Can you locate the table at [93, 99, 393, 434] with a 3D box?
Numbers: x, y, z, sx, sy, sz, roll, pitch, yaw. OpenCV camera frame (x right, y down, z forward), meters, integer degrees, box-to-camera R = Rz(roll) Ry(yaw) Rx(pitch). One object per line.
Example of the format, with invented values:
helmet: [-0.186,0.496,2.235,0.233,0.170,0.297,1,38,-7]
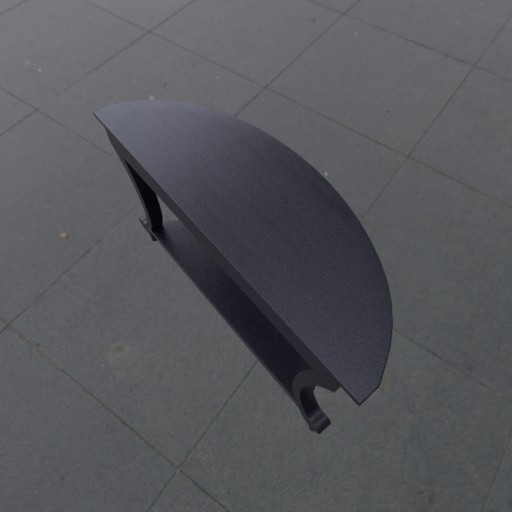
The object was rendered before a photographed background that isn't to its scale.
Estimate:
table: [0.000,0.000,1.564,0.394,0.692,1.198,-35,65,-19]
